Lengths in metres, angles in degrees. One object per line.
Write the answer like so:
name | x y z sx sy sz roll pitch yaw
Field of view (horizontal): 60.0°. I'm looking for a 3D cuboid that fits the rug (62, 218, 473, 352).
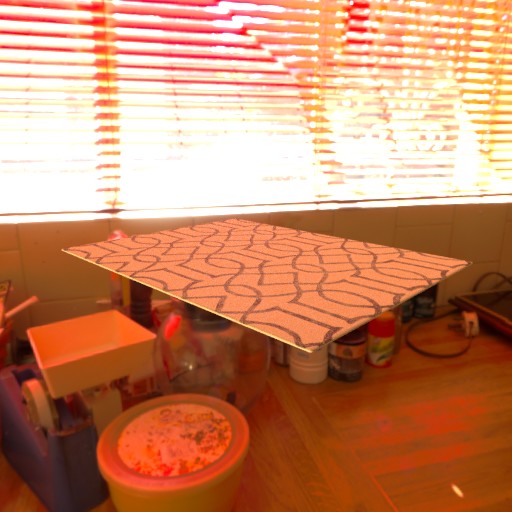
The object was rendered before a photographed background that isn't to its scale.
rug | 0.000 0.000 3.910 2.910 0.021 2.211 14 21 42
